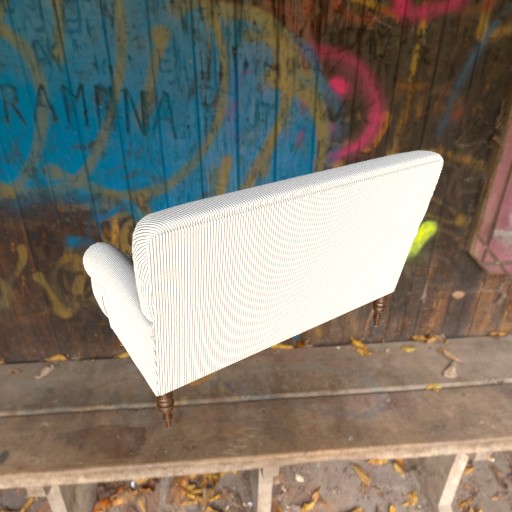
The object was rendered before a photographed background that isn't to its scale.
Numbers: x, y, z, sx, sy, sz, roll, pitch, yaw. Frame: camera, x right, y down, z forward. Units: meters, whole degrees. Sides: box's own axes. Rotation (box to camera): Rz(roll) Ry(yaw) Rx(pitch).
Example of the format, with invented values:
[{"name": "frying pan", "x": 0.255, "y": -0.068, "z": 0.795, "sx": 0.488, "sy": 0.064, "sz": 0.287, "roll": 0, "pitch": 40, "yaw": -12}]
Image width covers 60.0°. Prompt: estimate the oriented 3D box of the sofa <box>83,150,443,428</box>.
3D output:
[{"name": "sofa", "x": 0.000, "y": 0.000, "z": 1.851, "sx": 1.297, "sy": 0.889, "sz": 0.779, "roll": -18, "pitch": 34, "yaw": -28}]
